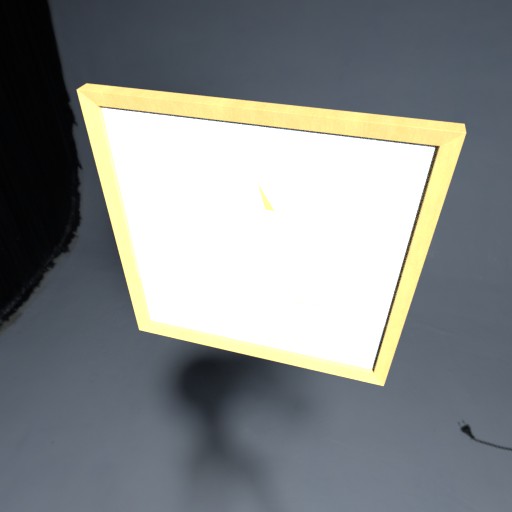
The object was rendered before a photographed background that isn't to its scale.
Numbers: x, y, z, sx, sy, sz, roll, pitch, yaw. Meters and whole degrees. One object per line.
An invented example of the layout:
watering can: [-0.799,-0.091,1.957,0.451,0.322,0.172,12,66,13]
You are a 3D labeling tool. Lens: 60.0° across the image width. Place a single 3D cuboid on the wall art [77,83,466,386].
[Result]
wall art: [0.000,0.000,2.798,1.935,1.936,0.097,10,41,12]
